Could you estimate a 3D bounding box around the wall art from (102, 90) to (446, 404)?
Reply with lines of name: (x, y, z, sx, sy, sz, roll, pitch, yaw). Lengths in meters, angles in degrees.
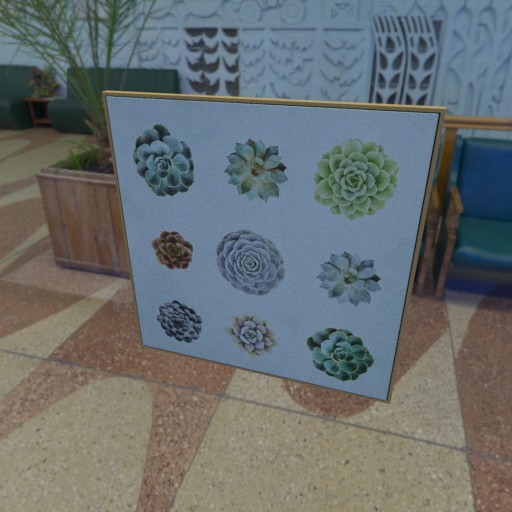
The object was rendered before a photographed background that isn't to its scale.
wall art: (0.000, 0.000, 0.674, 0.457, 0.455, 0.013, 9, 29, 16)
